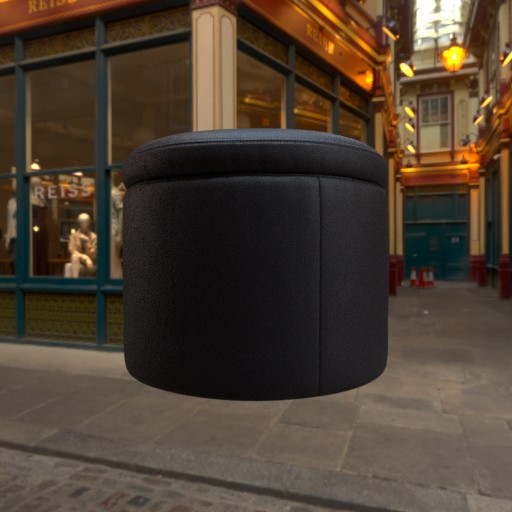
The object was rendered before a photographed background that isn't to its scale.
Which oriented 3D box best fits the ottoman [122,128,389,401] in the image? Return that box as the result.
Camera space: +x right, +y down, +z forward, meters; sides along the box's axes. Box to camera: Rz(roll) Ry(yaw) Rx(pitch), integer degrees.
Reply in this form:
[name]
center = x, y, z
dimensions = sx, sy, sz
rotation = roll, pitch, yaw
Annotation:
[ottoman]
center = 0.000, 0.000, 0.870
dimensions = 0.501, 0.409, 0.501
rotation = 0, 1, 0
